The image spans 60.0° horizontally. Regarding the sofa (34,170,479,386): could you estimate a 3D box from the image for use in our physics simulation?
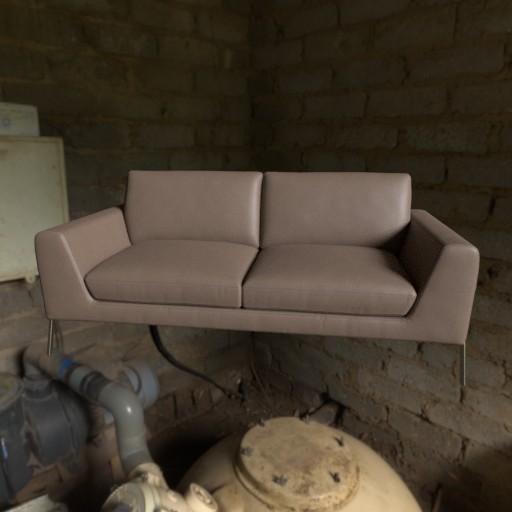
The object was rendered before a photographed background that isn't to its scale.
[{"bbox_3d":[0.000,0.000,2.436,2.017,0.875,0.953,2,15,8],"label":"sofa"}]
